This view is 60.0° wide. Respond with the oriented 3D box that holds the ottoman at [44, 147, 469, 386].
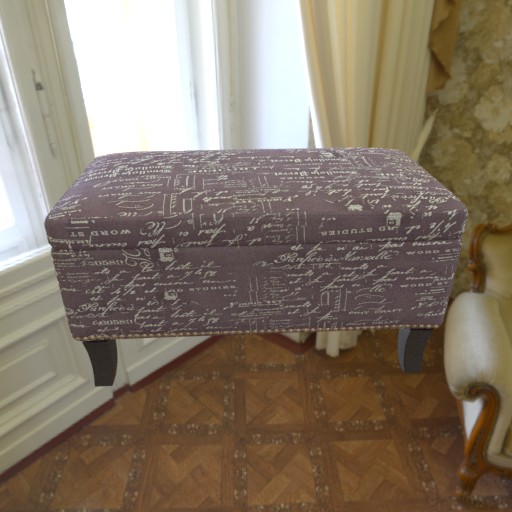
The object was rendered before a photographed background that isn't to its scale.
[{"bbox_3d":[0.000,0.000,1.085,0.813,0.457,0.406,-2,30,-3],"label":"ottoman"}]
